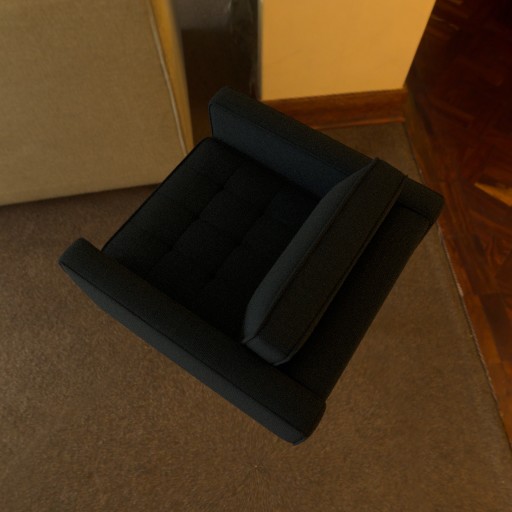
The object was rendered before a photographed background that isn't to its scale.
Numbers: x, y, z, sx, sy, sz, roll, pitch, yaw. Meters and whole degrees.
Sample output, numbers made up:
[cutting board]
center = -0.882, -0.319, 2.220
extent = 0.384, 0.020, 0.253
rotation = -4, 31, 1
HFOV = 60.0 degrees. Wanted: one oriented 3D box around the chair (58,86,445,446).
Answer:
[chair]
center = 0.000, 0.000, 1.574
extent = 0.920, 0.770, 0.899
rotation = 32, 69, 14
